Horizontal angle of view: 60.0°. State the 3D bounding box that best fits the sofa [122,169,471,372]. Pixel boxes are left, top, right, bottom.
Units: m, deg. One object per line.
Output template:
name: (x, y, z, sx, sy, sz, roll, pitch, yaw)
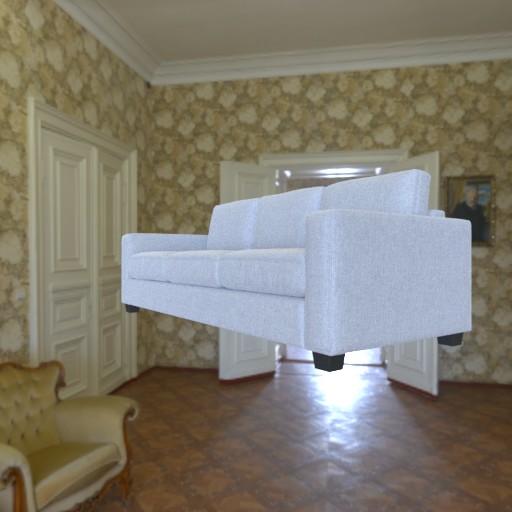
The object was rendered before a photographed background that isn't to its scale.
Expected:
sofa: (0.000, 0.000, 2.587, 0.900, 0.800, 2.120, 0, 0, -35)
